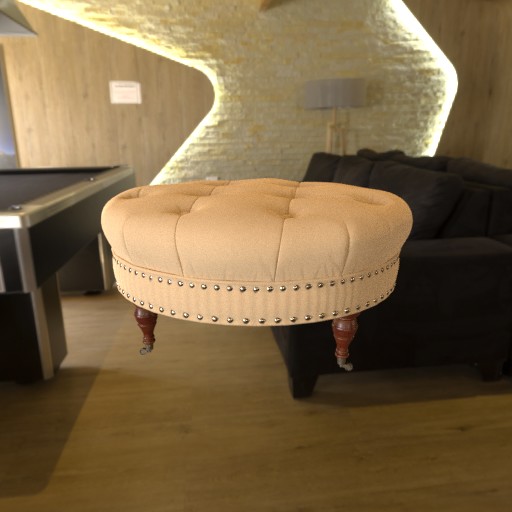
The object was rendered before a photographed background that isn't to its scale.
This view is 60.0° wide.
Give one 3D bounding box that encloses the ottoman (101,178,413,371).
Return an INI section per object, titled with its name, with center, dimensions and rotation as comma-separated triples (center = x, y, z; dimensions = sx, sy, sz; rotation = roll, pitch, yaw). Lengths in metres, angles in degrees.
[ottoman]
center = 0.000, 0.000, 1.387
dimensions = 0.901, 0.439, 0.901
rotation = 0, 16, 0
